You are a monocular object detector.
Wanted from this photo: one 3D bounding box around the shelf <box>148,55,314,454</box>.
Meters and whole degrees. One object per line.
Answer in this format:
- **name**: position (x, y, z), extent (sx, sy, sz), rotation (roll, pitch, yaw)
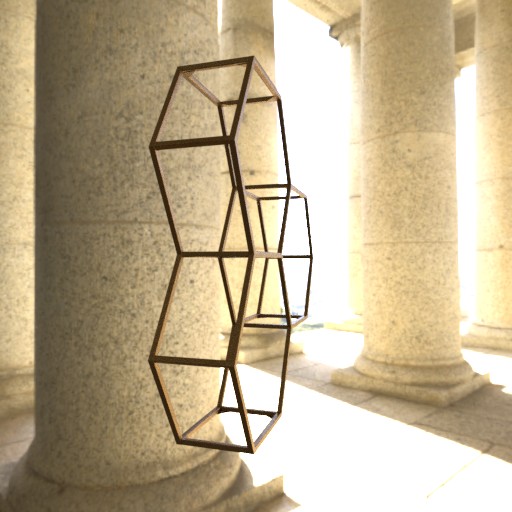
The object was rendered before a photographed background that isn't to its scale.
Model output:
- **shelf**: position (0.000, 0.000, 1.041), extent (0.150, 0.701, 0.708), rotation (0, -1, 17)
